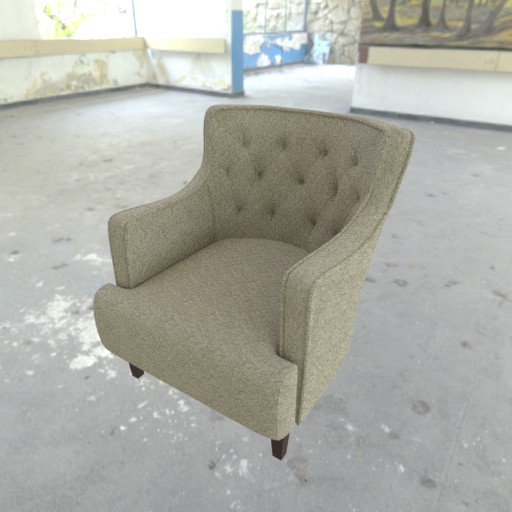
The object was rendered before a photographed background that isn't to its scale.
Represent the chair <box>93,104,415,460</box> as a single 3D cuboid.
[{"bbox_3d":[0.000,0.000,1.633,0.820,0.920,0.910,18,33,29],"label":"chair"}]
